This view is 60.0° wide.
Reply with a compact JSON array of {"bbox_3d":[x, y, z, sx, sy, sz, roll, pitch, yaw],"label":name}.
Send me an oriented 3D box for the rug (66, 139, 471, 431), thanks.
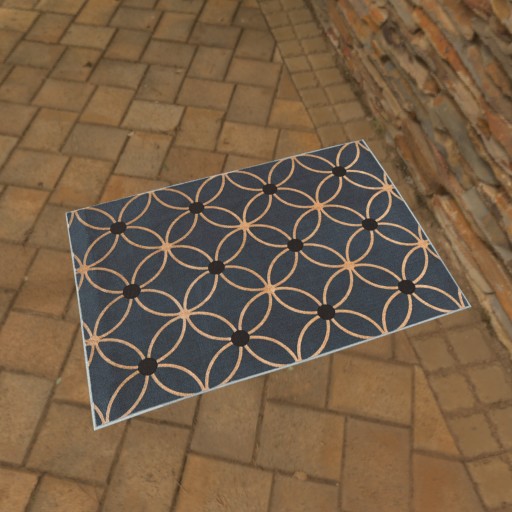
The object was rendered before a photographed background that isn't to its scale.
[{"bbox_3d":[0.000,0.000,2.888,2.284,0.008,1.522,-16,59,-10],"label":"rug"}]
